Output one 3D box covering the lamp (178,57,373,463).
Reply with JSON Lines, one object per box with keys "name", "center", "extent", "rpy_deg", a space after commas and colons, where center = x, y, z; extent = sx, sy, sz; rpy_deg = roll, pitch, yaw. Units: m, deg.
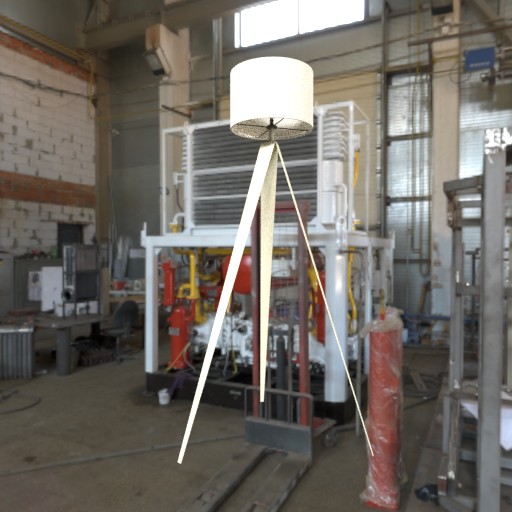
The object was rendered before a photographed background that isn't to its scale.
{"name": "lamp", "center": [0.000, 0.000, 1.909], "extent": [0.724, 1.524, 0.716], "rpy_deg": [0, 1, -18]}
